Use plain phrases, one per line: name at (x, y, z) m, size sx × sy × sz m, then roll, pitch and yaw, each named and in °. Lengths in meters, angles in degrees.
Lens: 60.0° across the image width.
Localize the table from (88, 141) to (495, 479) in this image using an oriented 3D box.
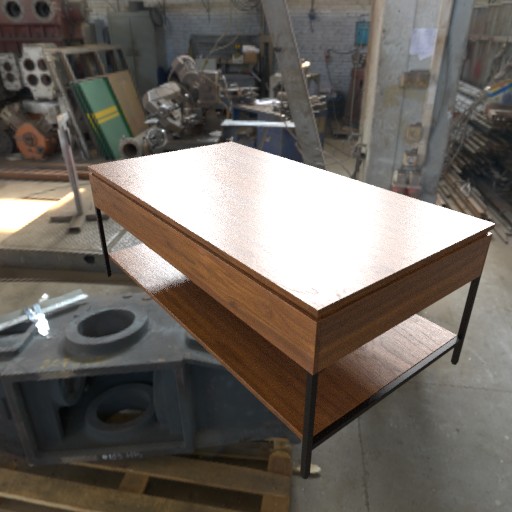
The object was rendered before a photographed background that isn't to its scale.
table at (0.000, 0.000, 1.328) m, size 0.574 × 0.414 × 1.057 m, roll -20°, pitch 33°, yaw -33°
